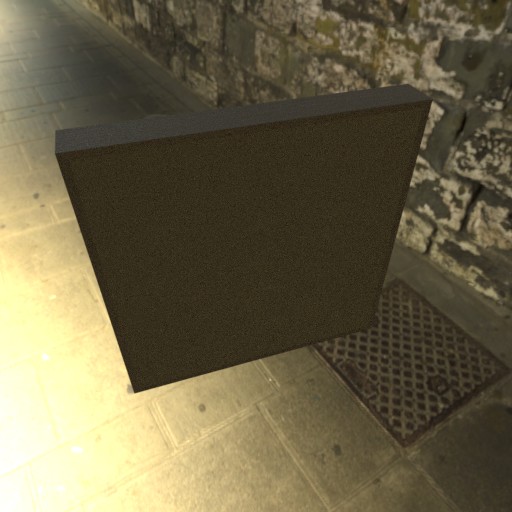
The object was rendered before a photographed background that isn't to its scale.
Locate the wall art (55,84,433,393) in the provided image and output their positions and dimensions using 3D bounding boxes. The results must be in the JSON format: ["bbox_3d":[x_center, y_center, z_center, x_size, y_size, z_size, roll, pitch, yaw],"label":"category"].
[{"bbox_3d":[0.000,0.000,0.455,0.304,0.303,0.038,-12,43,-14],"label":"wall art"}]
